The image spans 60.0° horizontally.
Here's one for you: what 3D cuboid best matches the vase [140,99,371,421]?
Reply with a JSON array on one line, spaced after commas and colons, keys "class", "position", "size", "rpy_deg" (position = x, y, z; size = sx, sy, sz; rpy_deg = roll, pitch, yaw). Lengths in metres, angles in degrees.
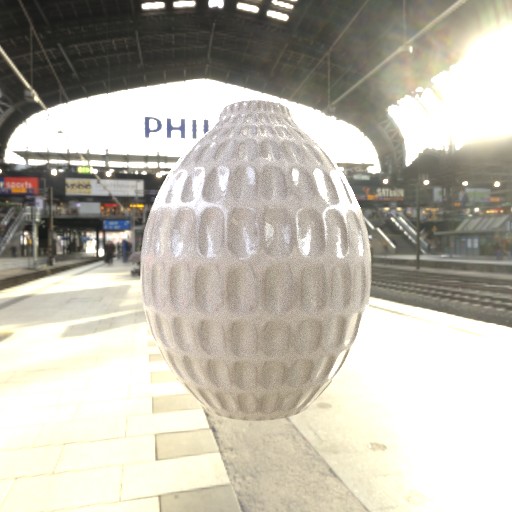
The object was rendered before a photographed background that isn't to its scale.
[{"class": "vase", "position": [0.000, 0.000, 0.254], "size": [0.128, 0.167, 0.128], "rpy_deg": [0, 1, 0]}]
